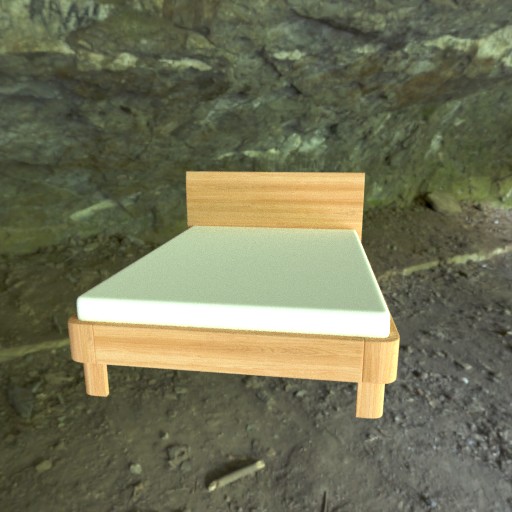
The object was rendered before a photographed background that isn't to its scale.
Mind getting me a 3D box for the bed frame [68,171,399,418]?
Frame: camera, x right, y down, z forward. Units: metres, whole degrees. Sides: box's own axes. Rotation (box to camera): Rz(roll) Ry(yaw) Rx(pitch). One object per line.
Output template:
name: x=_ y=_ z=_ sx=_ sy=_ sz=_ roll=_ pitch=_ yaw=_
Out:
bed frame: x=0.000 y=0.000 z=2.807 sx=1.472 sy=0.940 sz=1.992 roll=2 pitch=14 yaw=8
